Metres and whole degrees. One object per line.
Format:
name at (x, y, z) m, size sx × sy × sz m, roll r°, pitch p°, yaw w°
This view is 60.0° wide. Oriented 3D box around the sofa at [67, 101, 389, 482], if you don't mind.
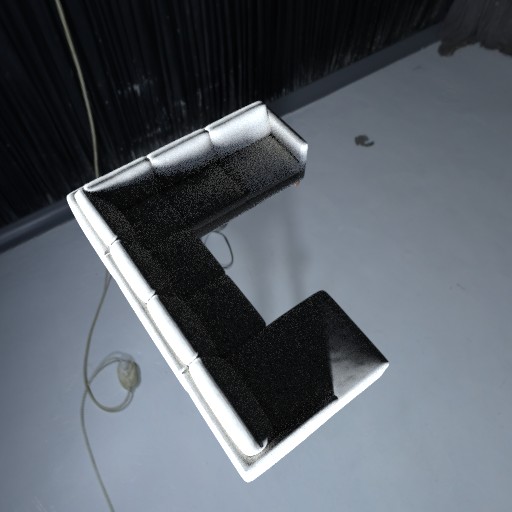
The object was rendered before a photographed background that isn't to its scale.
sofa at (0.000, 0.000, 4.479) m, size 2.551 × 0.853 × 3.238 m, roll -32°, pitch 63°, yaw -18°
